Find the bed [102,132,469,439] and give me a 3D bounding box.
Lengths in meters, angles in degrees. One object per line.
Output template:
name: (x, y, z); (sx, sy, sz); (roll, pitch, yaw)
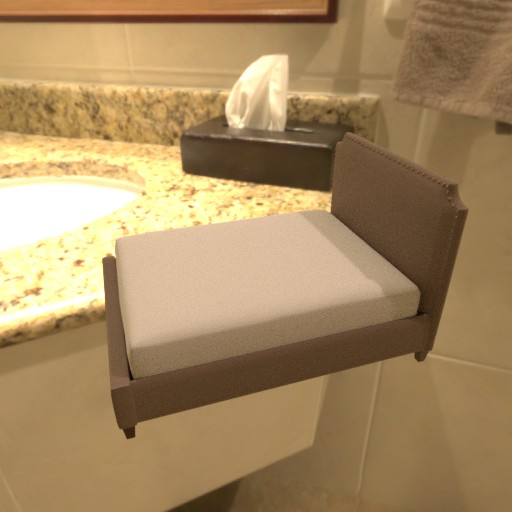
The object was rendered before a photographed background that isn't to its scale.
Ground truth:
bed: (0.000, 0.000, 3.497); (2.372, 1.443, 1.713); (-9, 31, -16)
